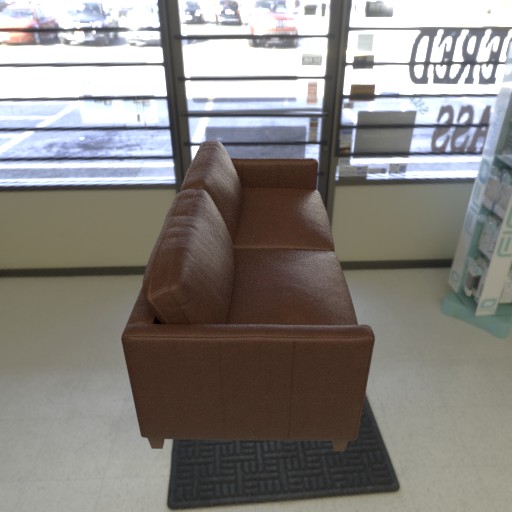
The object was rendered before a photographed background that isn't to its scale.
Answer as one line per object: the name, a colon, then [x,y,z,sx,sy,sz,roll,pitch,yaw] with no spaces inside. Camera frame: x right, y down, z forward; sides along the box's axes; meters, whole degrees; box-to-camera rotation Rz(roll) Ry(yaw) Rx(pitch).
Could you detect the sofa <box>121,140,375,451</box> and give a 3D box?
sofa: [0.000,0.000,2.485,0.923,0.863,1.971,0,31,1]
